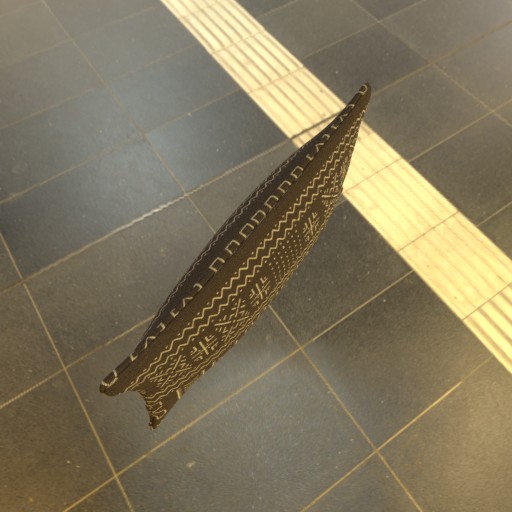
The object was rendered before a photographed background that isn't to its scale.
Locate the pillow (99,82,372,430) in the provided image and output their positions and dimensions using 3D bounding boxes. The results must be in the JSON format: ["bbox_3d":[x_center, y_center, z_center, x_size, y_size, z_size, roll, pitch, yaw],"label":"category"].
[{"bbox_3d":[0.000,0.000,0.794,0.135,0.322,0.667,33,67,16],"label":"pillow"}]
